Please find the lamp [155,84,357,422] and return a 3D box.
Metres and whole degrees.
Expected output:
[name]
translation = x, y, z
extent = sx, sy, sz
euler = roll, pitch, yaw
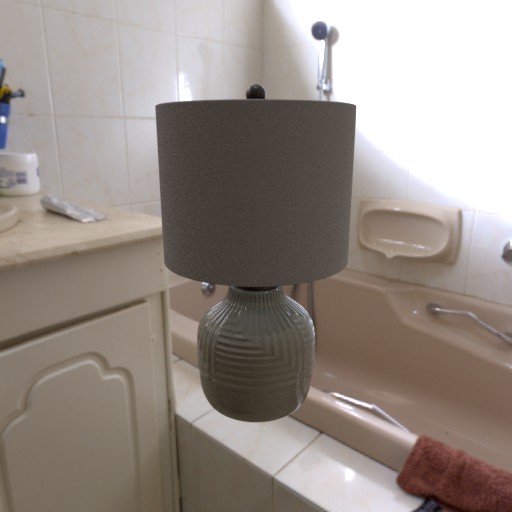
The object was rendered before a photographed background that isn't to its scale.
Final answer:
[lamp]
translation = 0.000, 0.000, 0.780
extent = 0.318, 0.567, 0.318
euler = 0, 15, 0
